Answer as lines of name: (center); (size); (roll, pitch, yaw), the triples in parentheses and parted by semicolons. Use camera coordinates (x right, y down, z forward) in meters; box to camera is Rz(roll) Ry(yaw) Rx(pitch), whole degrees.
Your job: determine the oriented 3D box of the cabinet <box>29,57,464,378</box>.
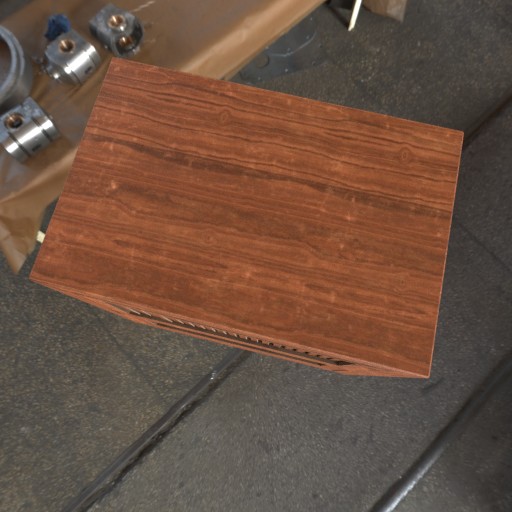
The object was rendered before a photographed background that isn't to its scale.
cabinet: (0.000, 0.000, 1.034); (0.607, 0.695, 0.410); (13, 76, 3)
